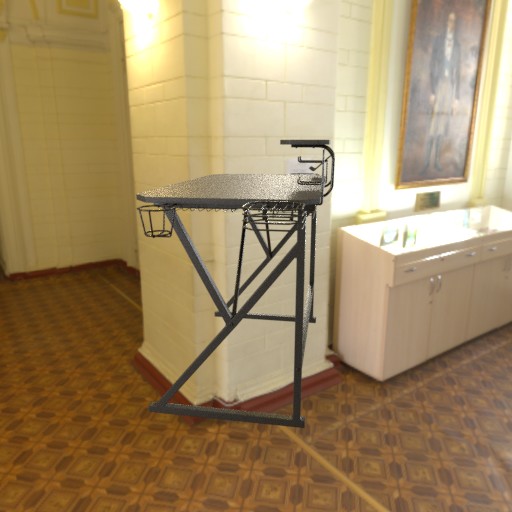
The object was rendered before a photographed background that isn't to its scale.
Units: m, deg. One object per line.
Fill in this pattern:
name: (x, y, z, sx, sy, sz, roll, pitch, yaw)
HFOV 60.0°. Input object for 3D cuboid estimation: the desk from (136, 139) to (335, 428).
desk: (0.000, 0.000, 1.743, 0.580, 0.880, 1.290, 2, 14, 9)
